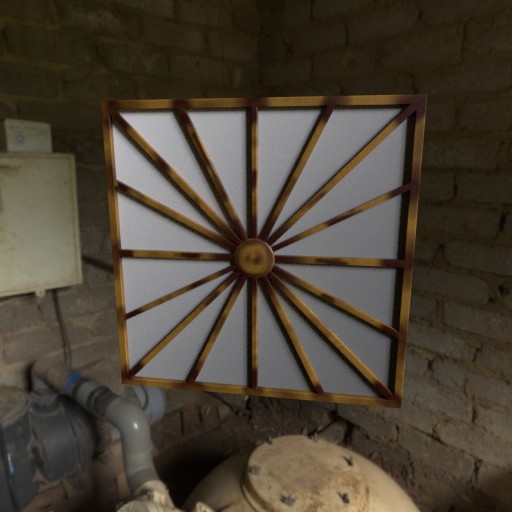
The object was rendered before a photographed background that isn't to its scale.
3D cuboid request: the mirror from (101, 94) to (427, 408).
[{"bbox_3d":[0.000,0.000,0.755,0.509,0.507,0.042,2,13,9],"label":"mirror"}]
